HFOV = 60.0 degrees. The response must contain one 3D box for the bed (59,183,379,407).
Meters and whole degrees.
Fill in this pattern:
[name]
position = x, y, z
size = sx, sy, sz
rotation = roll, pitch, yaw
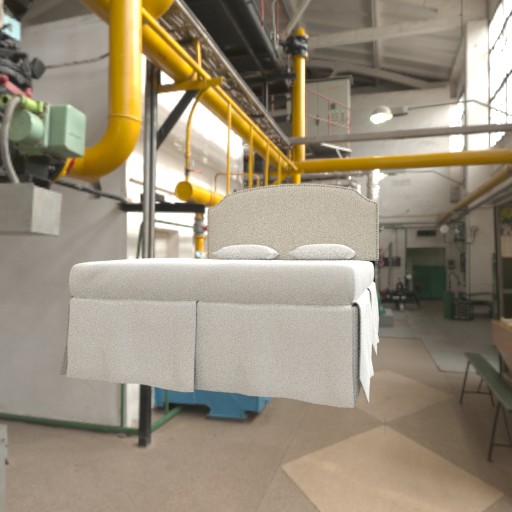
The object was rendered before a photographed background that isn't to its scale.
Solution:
[bed]
position = 0.000, 0.000, 2.963
size = 1.558, 1.270, 1.999
rotation = 0, 0, 17
